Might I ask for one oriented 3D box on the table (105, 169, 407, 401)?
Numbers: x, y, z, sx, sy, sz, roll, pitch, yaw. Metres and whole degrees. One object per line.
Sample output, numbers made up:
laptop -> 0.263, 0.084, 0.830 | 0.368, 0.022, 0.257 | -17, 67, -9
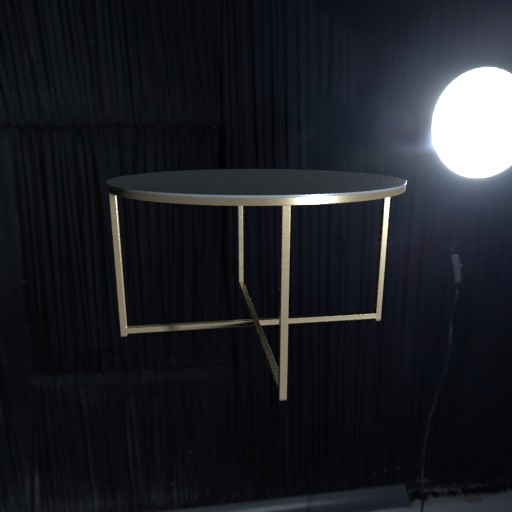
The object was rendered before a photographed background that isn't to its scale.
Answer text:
table -> 0.000, 0.000, 1.295 | 0.800, 0.450, 0.800 | 0, 15, 0
